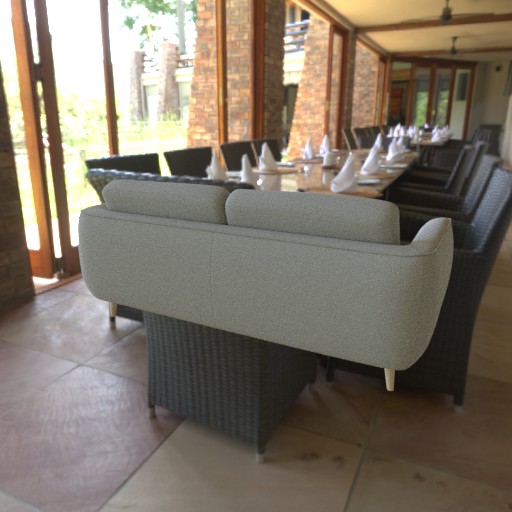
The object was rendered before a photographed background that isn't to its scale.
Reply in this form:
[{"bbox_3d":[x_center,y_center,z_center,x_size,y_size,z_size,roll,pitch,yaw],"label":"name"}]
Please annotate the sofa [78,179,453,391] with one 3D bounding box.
[{"bbox_3d":[0.000,0.000,2.515,2.000,0.850,0.920,9,19,27],"label":"sofa"}]
